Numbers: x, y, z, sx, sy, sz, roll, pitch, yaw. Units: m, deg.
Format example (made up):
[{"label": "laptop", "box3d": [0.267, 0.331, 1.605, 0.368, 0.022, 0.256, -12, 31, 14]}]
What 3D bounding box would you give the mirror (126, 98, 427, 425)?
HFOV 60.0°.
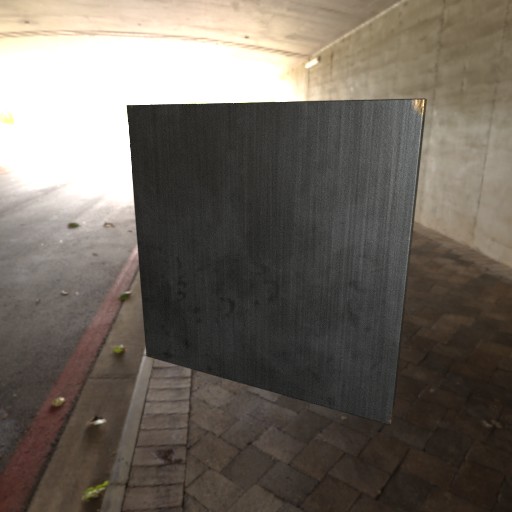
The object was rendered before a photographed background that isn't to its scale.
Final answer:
[{"label": "mirror", "box3d": [0.000, 0.000, 0.581, 0.382, 0.381, 0.020, 8, 19, 25]}]
